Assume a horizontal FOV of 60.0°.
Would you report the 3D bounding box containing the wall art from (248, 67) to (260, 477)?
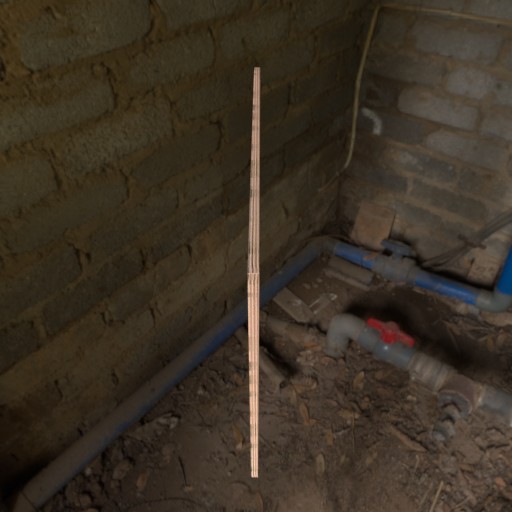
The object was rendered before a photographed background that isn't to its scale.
[{"bbox_3d":[0.000,0.000,0.699,0.010,0.408,0.508,0,41,0],"label":"wall art"}]
